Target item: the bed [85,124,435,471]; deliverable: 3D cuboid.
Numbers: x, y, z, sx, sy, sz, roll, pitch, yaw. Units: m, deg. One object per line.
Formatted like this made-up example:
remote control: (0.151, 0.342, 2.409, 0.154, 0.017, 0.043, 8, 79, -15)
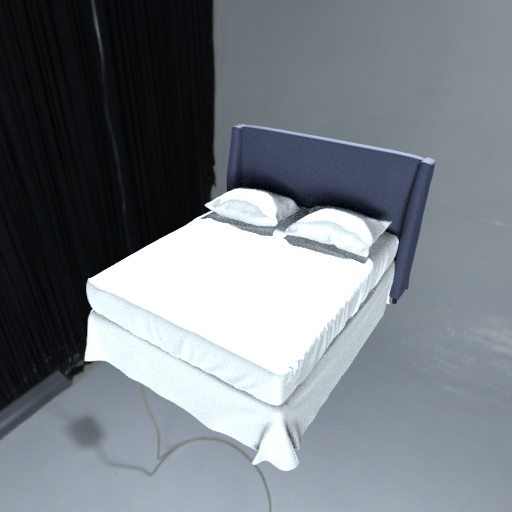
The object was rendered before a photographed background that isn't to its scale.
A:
bed: (0.000, 0.000, 3.471, 1.925, 1.332, 2.276, 19, 36, 28)
